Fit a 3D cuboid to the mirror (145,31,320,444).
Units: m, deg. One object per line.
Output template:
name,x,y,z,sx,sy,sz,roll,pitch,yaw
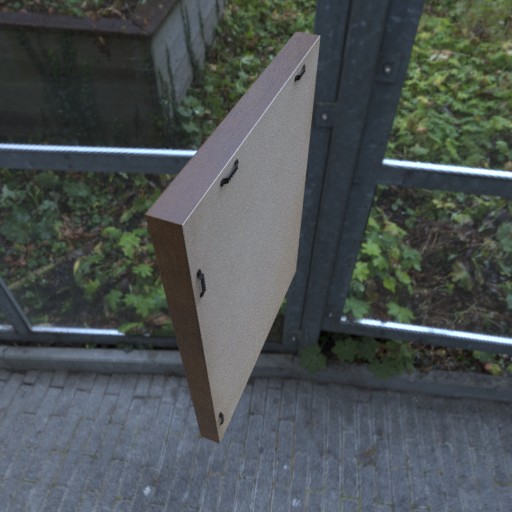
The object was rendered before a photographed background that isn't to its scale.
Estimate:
mirror,0.000,0.000,0.680,0.041,0.508,0.405,16,50,14
